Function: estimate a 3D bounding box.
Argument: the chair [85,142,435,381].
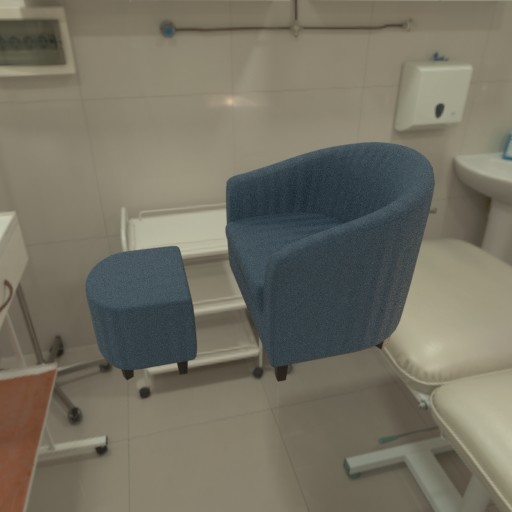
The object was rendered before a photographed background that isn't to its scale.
[{"bbox_3d":[0.000,0.000,1.743,1.288,0.757,0.756,-7,31,-13],"label":"chair"}]
